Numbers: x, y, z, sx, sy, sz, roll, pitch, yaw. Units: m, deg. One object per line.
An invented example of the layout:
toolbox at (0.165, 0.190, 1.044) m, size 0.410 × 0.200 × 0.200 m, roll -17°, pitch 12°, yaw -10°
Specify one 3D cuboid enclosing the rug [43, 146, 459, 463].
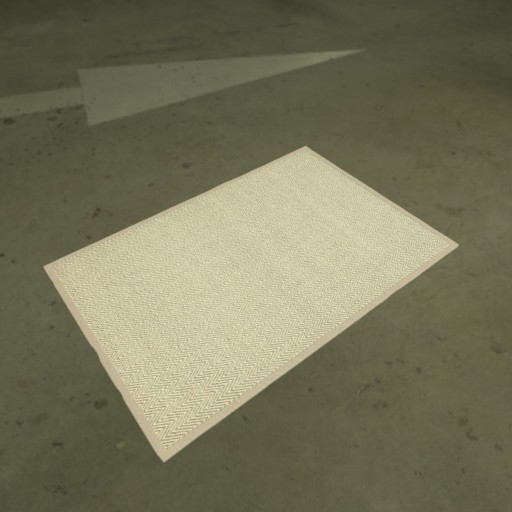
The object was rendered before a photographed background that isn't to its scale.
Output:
rug at (0.000, 0.000, 2.924) m, size 2.290 × 0.021 × 1.540 m, roll -29°, pitch 53°, yaw -25°
